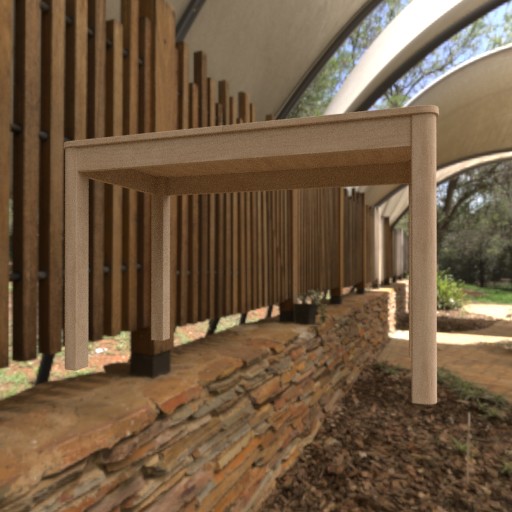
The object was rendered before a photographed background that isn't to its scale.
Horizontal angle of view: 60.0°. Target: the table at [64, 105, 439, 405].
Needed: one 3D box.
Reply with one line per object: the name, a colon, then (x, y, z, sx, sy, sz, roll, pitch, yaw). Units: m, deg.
table: (0.000, 0.000, 1.889, 1.400, 0.900, 0.750, 0, 0, 18)
